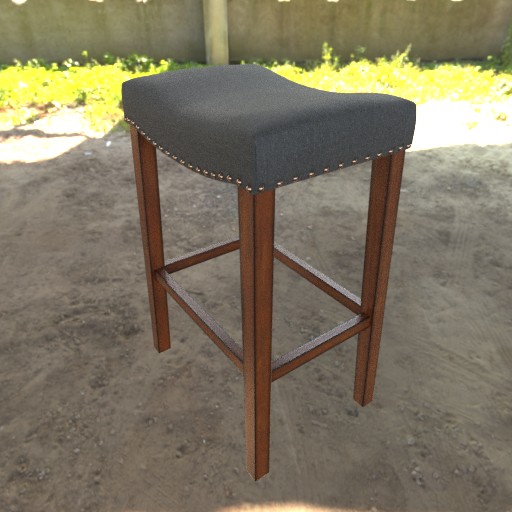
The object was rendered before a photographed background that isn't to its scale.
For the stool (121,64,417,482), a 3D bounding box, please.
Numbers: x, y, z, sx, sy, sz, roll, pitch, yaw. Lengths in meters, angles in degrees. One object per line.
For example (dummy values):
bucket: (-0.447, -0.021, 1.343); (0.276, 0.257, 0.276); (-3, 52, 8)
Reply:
stool: (0.000, 0.000, 1.007); (0.366, 0.748, 0.502); (-21, 37, -30)
